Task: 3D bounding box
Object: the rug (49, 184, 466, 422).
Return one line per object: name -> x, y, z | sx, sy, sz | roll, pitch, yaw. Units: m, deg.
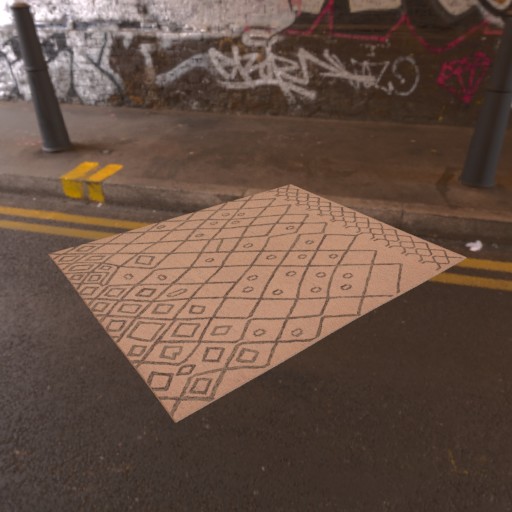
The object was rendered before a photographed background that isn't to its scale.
rug -> 0.000, 0.000, 4.137 | 3.046, 0.015, 2.446 | -21, 36, -32
